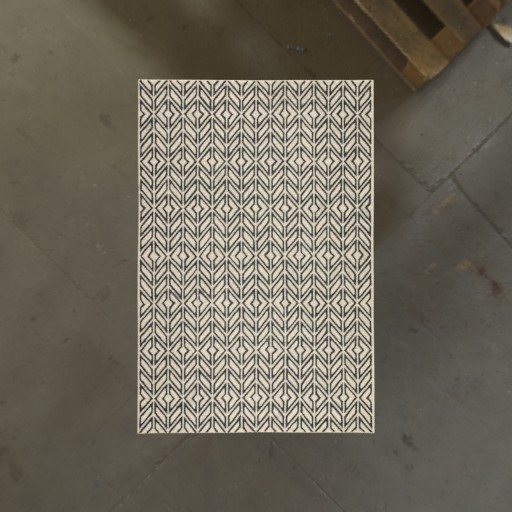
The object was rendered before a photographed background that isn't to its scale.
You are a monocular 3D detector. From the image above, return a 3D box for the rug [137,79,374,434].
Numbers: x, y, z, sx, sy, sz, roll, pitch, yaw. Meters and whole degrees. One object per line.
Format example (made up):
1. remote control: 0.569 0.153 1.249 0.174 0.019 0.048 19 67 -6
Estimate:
1. rug: 0.000 0.000 2.292 1.220 0.007 1.828 0 89 0
